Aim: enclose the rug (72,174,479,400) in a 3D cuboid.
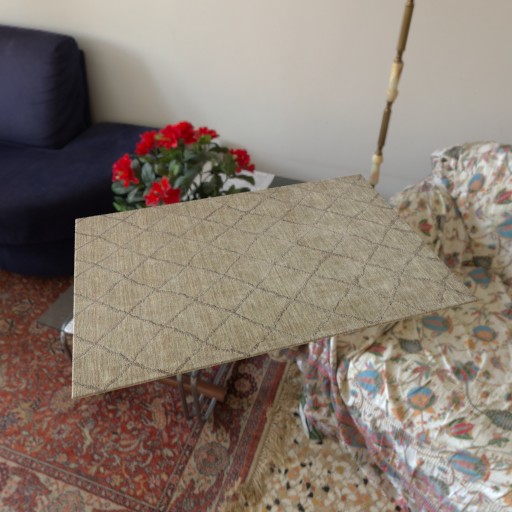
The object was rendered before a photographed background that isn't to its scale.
[{"bbox_3d":[0.000,0.000,2.913,2.280,0.015,1.521,-11,42,-12],"label":"rug"}]
